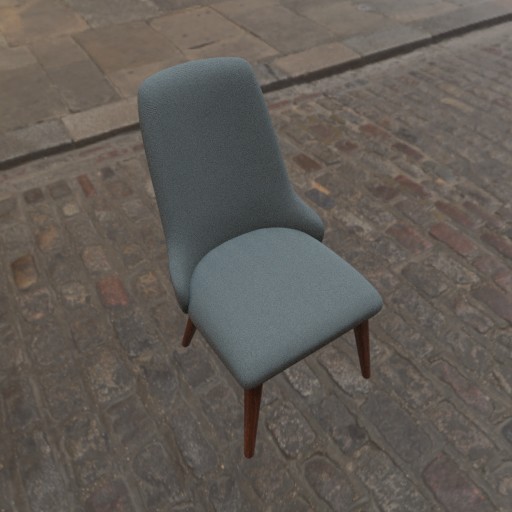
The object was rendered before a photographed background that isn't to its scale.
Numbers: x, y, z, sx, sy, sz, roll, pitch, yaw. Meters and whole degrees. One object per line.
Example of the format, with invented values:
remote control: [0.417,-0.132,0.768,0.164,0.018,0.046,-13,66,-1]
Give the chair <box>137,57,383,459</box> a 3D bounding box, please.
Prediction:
chair: [0.000,0.000,1.337,0.535,0.918,0.707,-25,51,-22]
